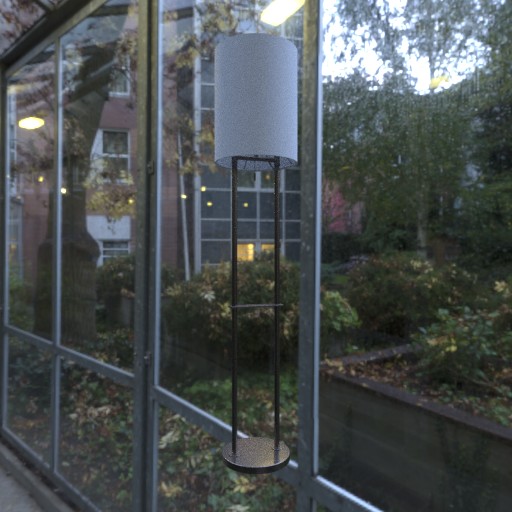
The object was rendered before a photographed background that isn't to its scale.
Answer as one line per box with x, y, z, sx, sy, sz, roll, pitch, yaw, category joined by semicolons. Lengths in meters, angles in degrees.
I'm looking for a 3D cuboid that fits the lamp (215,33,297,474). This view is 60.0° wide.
0.000;0.000;1.643;0.306;1.500;0.305;0;0;-19;lamp
